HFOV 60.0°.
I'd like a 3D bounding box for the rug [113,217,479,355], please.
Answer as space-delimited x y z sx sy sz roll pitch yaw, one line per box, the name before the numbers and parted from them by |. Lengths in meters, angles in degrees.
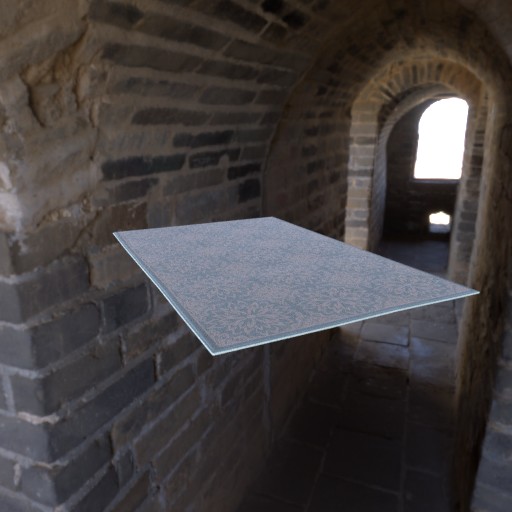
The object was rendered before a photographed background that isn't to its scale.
rug | 0.000 0.000 3.613 1.819 0.018 2.746 -8 18 -25
